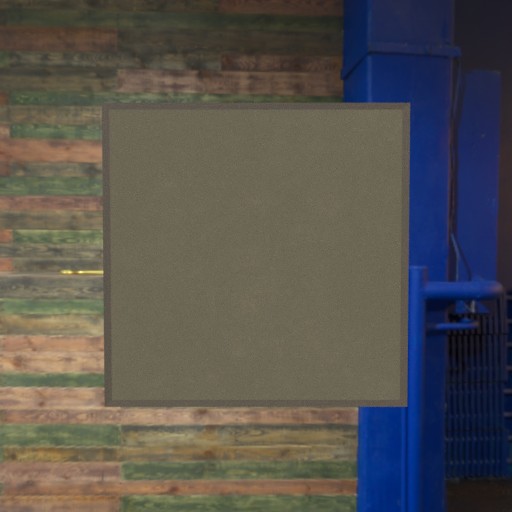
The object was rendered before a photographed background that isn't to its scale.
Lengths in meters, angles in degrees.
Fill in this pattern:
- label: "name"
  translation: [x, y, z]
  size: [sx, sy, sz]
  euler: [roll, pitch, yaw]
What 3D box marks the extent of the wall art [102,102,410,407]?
- label: "wall art"
  translation: [0.000, 0.000, 1.124]
  size: [0.761, 0.758, 0.038]
  euler: [0, 2, 0]
